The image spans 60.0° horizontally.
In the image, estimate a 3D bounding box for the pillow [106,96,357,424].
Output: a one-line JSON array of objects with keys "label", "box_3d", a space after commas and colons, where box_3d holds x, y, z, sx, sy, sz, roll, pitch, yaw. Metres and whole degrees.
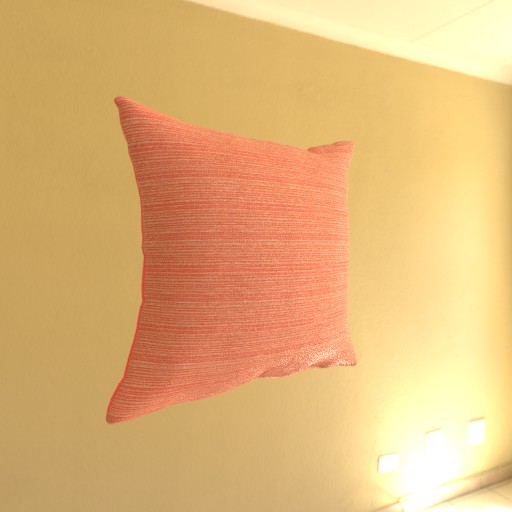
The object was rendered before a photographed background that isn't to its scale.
[{"label": "pillow", "box_3d": [0.000, 0.000, 0.827, 0.559, 0.501, 0.229, -1, 1, -37]}]
